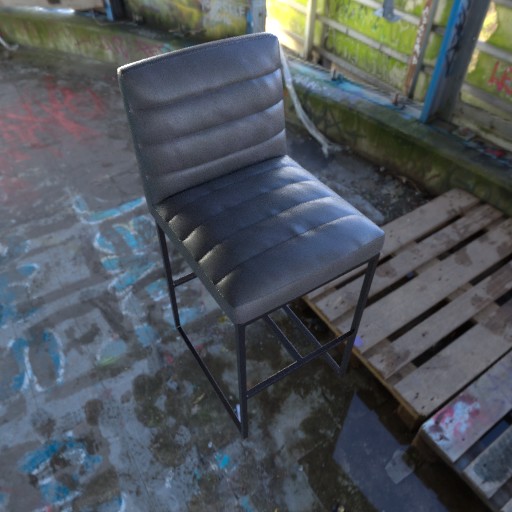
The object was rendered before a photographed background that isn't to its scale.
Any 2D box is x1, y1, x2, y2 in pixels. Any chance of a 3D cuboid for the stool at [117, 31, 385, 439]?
[{"bbox_3d":[0.000,0.000,1.337,0.463,1.065,0.562,-25,51,-22],"label":"stool"}]
